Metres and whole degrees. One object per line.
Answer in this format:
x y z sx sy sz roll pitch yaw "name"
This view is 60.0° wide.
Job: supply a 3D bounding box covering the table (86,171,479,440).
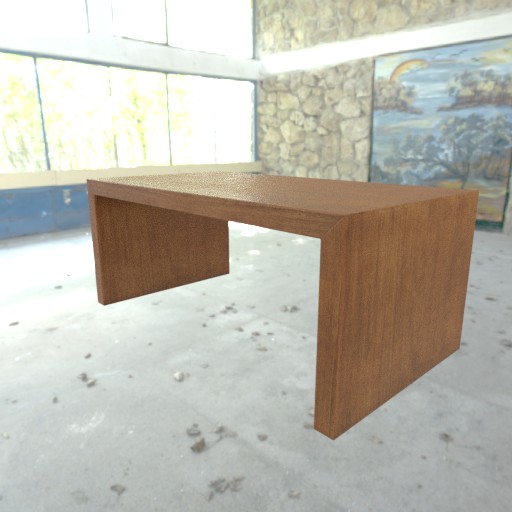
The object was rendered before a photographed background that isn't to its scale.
0.000 0.000 1.298 0.549 0.419 1.000 -13 19 -42 "table"
